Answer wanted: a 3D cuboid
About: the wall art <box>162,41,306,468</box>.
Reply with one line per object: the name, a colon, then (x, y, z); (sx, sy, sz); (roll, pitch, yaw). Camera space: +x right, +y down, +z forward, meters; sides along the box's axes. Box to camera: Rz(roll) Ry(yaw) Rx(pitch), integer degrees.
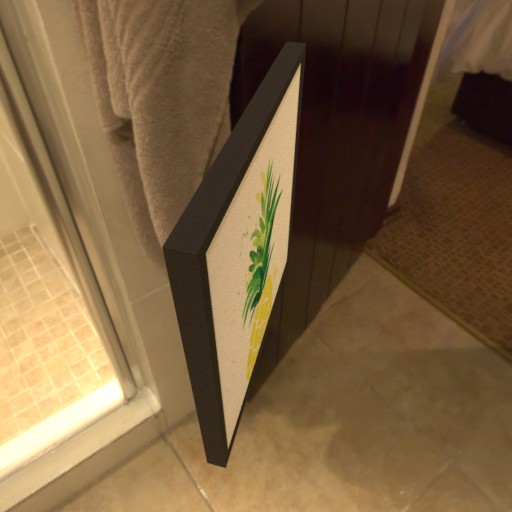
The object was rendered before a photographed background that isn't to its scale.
wall art: (0.000, 0.000, 0.739); (0.033, 0.507, 0.508); (11, 46, 11)
